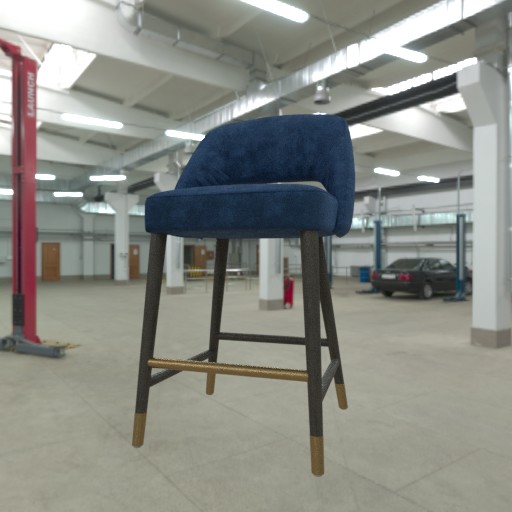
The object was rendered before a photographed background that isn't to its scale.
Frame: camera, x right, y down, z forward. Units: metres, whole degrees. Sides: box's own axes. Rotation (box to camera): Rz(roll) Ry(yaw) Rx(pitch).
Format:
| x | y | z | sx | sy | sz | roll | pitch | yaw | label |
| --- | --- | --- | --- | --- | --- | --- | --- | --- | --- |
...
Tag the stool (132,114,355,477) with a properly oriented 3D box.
| x | y | z | sx | sy | sz | roll | pitch | yaw | label |
| --- | --- | --- | --- | --- | --- | --- | --- | --- | --- |
| 0.000 | 0.000 | 1.241 | 0.536 | 0.925 | 0.524 | 0 | 0 | 18 | stool |
